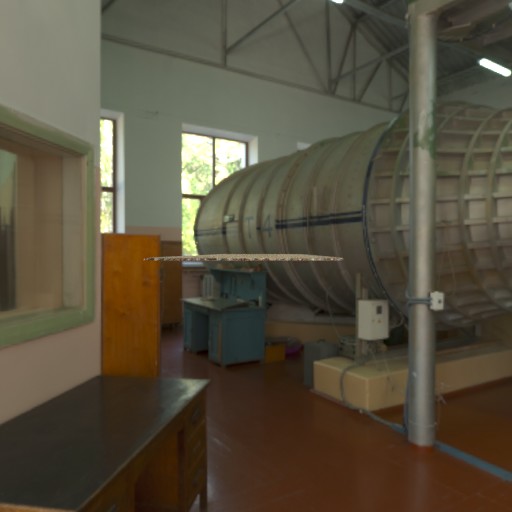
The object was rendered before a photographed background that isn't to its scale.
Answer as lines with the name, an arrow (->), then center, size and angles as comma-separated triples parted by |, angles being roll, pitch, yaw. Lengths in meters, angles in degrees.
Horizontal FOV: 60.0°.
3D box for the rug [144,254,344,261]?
rug -> 0.000, 0.000, 2.946 | 0.762, 0.011, 2.664 | 0, 1, 2
